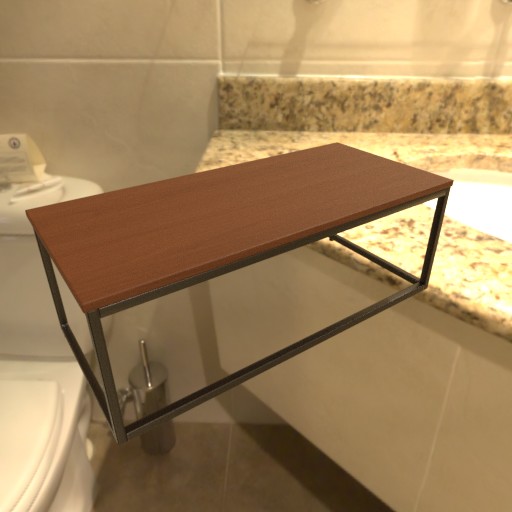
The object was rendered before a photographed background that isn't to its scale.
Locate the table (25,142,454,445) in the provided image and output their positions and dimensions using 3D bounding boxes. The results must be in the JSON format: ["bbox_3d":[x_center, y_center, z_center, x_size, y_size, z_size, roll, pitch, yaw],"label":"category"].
[{"bbox_3d":[0.000,0.000,1.333,1.100,0.400,0.500,-19,35,-30],"label":"table"}]
